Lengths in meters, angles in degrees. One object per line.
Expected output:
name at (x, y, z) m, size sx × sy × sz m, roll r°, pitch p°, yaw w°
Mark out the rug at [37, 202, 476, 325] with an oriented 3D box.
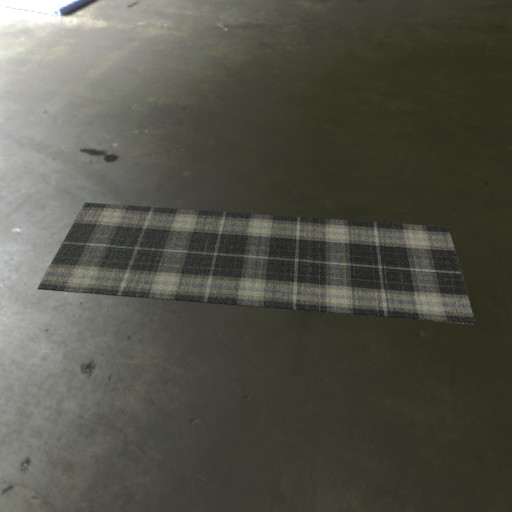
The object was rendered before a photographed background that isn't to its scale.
rug at (0.000, 0.000, 2.694) m, size 2.434 × 0.012 × 0.760 m, roll 4°, pitch 47°, yaw 4°
